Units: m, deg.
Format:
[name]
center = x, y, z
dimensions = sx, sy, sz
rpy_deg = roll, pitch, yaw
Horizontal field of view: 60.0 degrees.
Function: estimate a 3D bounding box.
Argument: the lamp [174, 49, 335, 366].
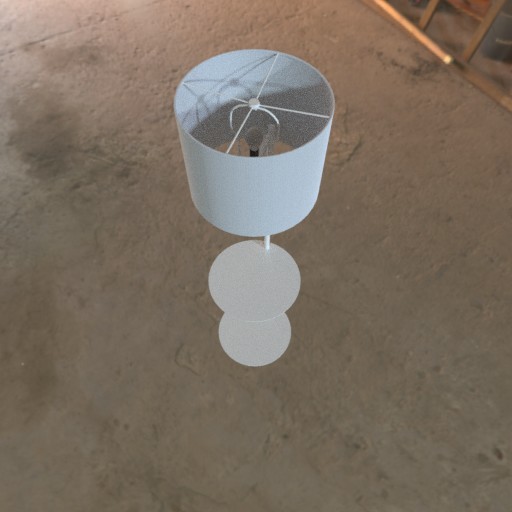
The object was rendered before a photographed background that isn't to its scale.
[lamp]
center = 0.000, 0.000, 1.662
dimensions = 0.372, 1.465, 0.405
rpy_deg = 17, 61, 10
